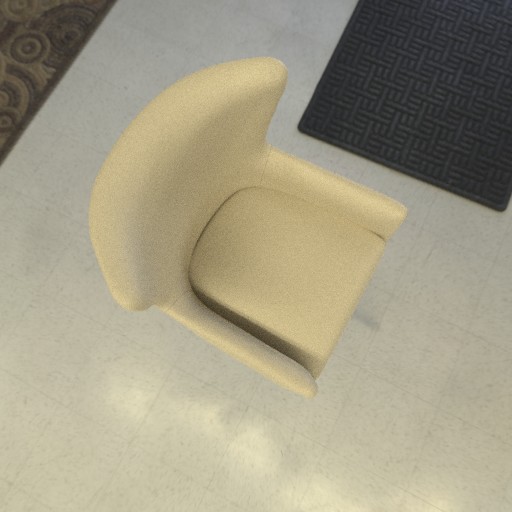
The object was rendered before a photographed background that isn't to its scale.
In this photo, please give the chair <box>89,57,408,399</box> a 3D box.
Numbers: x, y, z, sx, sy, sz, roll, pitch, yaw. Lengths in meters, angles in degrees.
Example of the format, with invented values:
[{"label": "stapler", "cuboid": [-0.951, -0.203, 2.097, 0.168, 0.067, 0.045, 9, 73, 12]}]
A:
[{"label": "chair", "cuboid": [0.000, 0.000, 1.386, 0.686, 0.952, 0.660, 29, 77, 7]}]
